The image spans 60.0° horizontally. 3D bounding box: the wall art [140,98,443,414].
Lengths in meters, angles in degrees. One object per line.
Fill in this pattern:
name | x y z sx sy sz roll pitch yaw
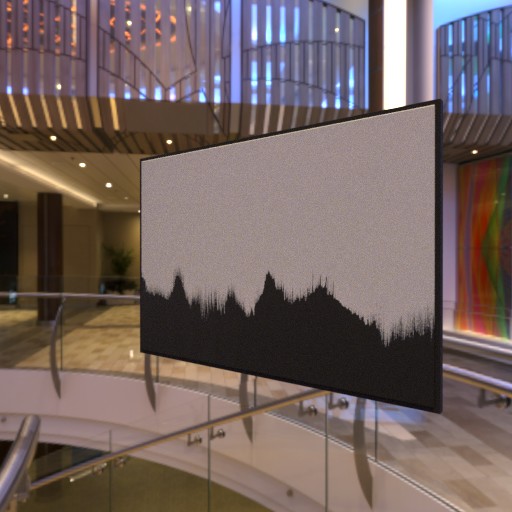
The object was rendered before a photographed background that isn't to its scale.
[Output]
wall art | 0.000 0.000 1.494 1.190 0.805 0.028 0 0 37
